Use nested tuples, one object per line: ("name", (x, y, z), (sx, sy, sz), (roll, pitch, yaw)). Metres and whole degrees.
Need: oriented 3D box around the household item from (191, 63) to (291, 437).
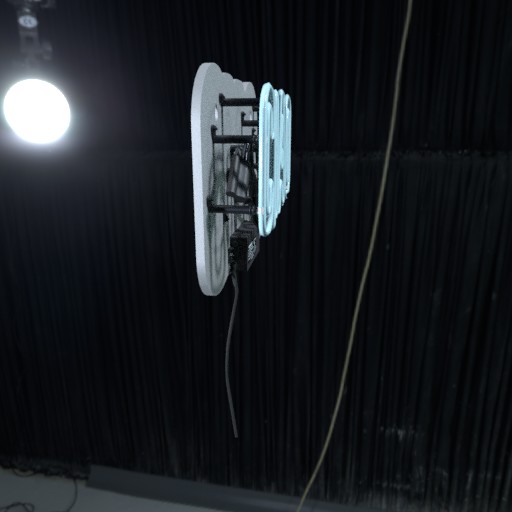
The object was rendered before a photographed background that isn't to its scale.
("household item", (0.000, 0.000, 0.385), (0.042, 0.294, 0.211), (3, 17, 9))
